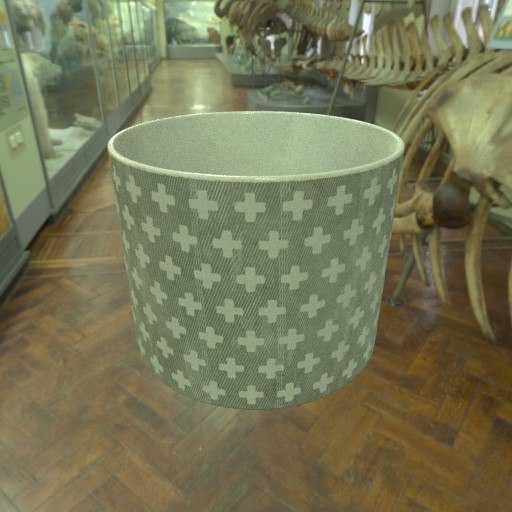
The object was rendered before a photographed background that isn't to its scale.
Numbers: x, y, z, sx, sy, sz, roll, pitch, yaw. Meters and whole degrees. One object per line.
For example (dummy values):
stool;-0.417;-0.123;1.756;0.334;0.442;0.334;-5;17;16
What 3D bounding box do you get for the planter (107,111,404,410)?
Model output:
planter;0.000;0.000;0.336;0.190;0.181;0.190;0;27;0
